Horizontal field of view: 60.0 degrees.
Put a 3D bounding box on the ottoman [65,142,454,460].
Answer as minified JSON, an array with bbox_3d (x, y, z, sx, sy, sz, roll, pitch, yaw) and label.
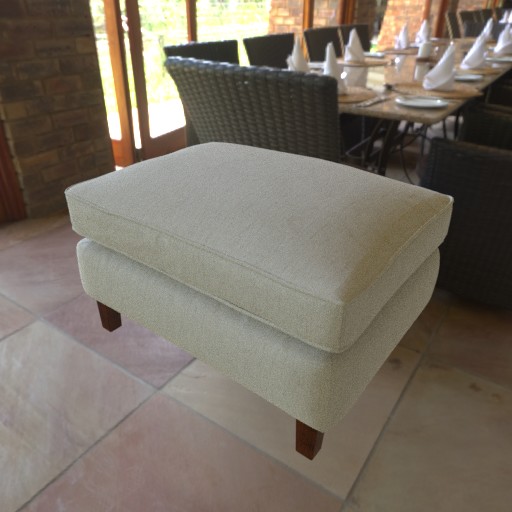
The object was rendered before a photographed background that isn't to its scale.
[{"bbox_3d":[0.000,0.000,0.956,0.665,0.406,0.501,21,36,32],"label":"ottoman"}]
